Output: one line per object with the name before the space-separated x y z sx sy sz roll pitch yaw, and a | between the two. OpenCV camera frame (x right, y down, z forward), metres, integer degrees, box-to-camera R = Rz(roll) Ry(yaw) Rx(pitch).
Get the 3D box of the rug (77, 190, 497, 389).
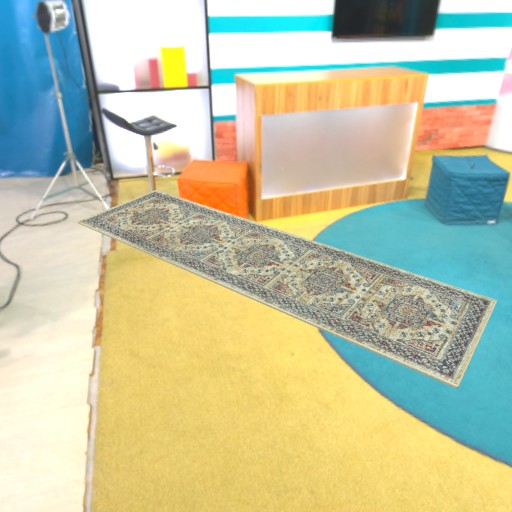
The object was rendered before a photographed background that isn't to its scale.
rug | 0.000 0.000 2.418 2.297 0.013 0.661 20 36 31
